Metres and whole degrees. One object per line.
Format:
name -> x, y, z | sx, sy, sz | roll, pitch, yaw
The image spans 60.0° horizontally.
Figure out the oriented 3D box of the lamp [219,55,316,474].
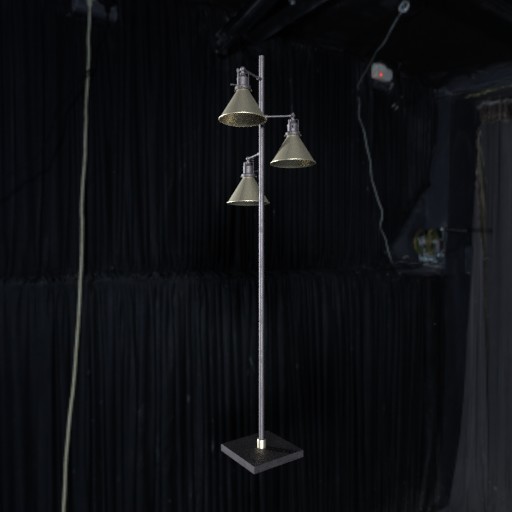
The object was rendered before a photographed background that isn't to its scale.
lamp -> 0.000, 0.000, 1.924 | 0.428, 1.716, 0.415 | -1, 1, -36
